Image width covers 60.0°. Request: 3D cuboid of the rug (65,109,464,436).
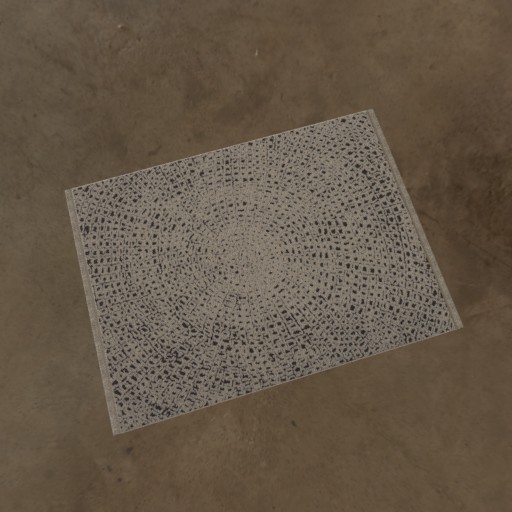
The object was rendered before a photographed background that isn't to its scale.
[{"bbox_3d":[0.000,0.000,2.119,1.634,0.003,1.190,-16,75,-4],"label":"rug"}]
